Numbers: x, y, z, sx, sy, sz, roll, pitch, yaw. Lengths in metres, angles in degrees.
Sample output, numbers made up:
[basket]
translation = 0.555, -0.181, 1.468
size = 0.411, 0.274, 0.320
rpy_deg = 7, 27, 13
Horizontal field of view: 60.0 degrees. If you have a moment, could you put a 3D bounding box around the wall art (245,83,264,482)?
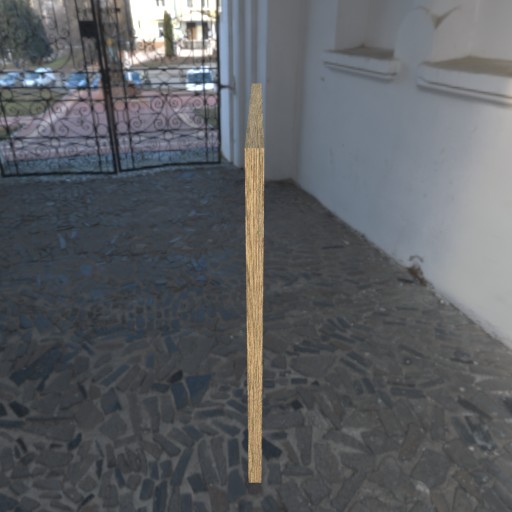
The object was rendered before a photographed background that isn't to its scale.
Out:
[wall art]
translation = 0.000, 0.000, 0.777
size = 0.019, 0.508, 0.508
rpy_deg = 0, 28, 0
